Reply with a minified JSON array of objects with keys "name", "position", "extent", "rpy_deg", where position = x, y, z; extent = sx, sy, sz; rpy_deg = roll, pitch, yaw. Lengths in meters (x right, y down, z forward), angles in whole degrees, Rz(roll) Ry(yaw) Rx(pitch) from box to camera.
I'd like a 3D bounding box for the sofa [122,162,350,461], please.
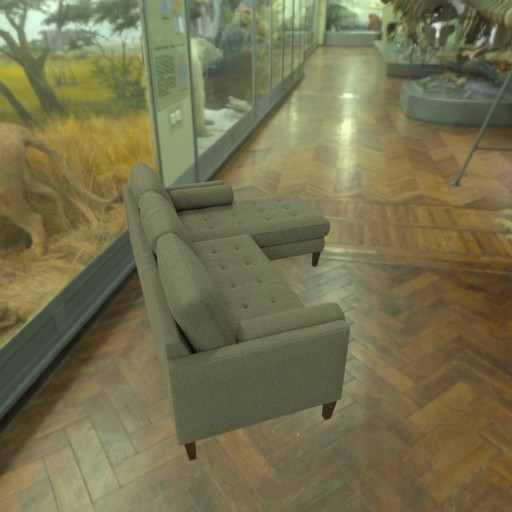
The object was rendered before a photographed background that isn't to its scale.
[{"name":"sofa","position":[0.000,0.000,2.957],"extent":[1.506,0.875,2.178],"rpy_deg":[-10,30,-17]}]
